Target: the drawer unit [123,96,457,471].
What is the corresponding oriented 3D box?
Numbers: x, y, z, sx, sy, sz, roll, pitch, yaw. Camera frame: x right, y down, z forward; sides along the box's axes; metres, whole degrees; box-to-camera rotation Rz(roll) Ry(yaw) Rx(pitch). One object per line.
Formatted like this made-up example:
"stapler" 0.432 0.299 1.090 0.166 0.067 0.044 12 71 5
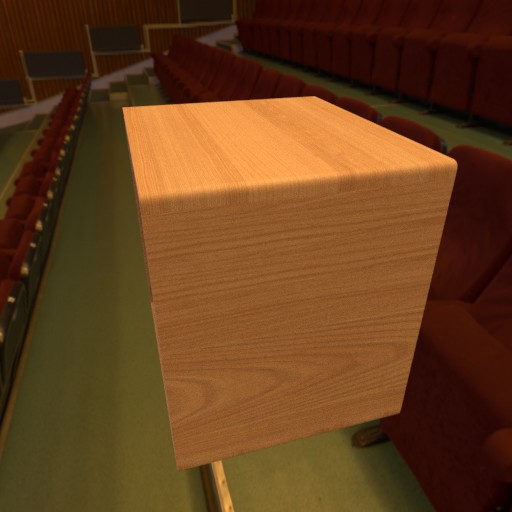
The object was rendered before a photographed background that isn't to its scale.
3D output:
"drawer unit" 0.000 0.000 0.603 0.290 0.344 0.344 -8 31 -14
